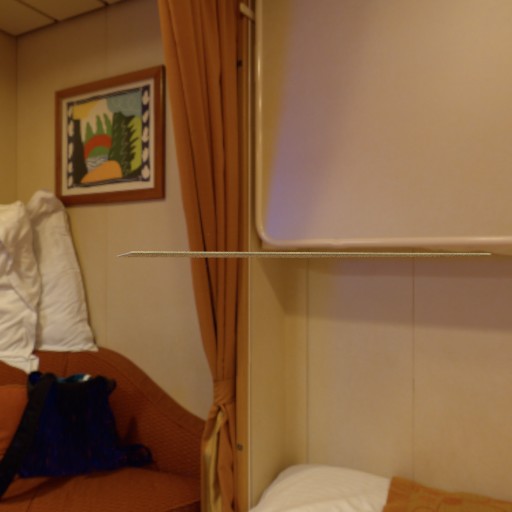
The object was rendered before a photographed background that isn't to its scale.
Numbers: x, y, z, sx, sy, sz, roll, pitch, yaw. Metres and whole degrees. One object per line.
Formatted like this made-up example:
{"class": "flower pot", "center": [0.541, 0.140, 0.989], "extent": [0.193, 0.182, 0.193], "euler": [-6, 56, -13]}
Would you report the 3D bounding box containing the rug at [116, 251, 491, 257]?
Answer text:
{"class": "rug", "center": [0.000, 0.000, 3.910], "extent": [2.288, 0.018, 2.895], "euler": [0, 0, -19]}
